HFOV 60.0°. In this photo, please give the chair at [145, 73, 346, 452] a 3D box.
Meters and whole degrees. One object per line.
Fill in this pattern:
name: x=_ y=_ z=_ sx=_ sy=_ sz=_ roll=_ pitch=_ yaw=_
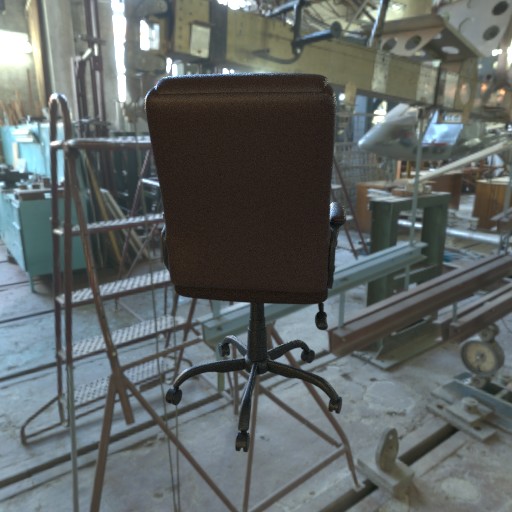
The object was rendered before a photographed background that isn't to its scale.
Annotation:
chair: x=0.000 y=0.000 z=1.475 sx=0.615 sy=1.072 sz=0.655 roll=2 pitch=16 yaw=8
